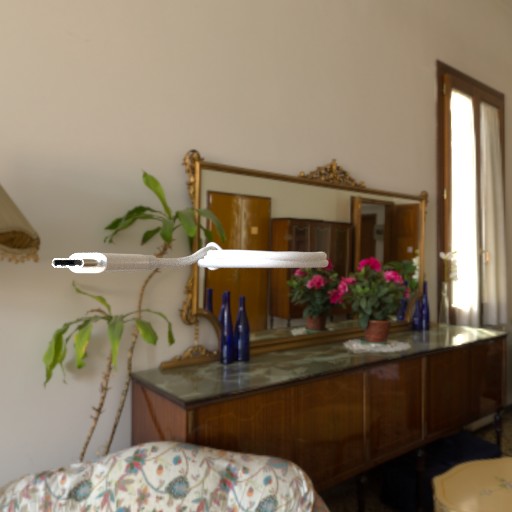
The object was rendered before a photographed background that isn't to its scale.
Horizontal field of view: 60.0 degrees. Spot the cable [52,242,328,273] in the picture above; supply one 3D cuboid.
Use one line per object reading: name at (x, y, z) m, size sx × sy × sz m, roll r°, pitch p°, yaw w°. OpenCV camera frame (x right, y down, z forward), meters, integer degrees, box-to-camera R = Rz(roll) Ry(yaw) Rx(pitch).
cable at (0.000, 0.000, 0.220) m, size 0.070 × 0.014 × 0.203 m, roll 0°, pitch -1°, yaw 16°
